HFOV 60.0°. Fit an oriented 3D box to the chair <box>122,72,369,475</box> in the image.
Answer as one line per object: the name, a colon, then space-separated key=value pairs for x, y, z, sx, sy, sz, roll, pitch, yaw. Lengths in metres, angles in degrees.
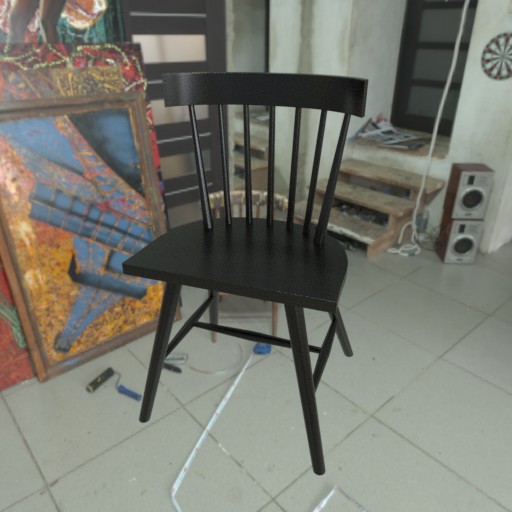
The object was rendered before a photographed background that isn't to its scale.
chair: x=0.000 y=0.000 z=1.124 sx=0.506 sy=0.844 sz=0.483 roll=9 pitch=28 yaw=17
